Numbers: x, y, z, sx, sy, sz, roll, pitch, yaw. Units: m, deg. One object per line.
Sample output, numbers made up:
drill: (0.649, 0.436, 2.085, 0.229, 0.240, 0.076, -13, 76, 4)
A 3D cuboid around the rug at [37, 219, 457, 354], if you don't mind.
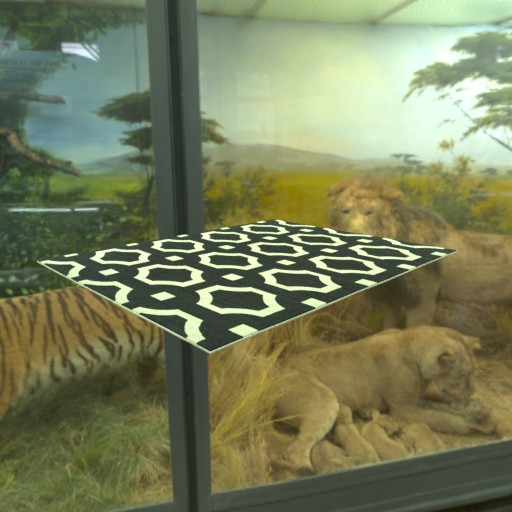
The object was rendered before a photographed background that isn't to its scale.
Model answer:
rug: (0.000, 0.000, 4.115, 3.049, 0.021, 2.466, -14, 20, -43)
